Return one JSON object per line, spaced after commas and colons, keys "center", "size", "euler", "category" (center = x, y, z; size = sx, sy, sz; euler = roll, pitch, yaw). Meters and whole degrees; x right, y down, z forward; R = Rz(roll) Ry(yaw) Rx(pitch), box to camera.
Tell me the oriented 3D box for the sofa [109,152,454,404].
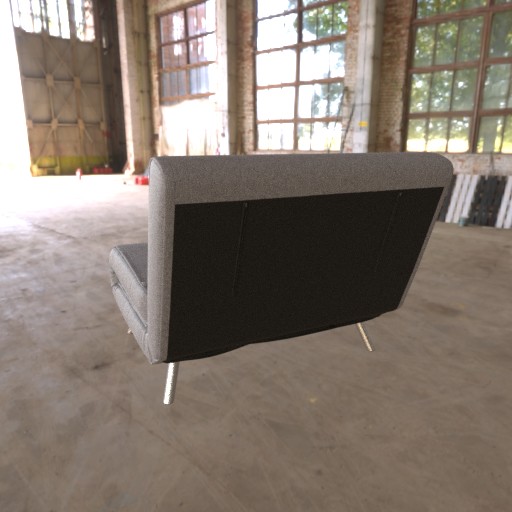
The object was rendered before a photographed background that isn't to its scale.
{"center": [0.000, 0.000, 1.787], "size": [1.020, 0.825, 1.000], "euler": [-7, 16, -25], "category": "sofa"}
